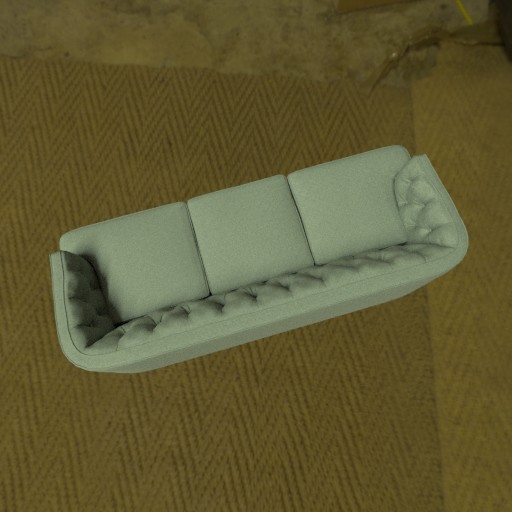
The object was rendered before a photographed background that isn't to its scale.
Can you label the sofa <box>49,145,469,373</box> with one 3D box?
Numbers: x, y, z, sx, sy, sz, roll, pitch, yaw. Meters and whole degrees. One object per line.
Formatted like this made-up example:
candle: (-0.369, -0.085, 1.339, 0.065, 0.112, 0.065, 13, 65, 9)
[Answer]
sofa: (0.000, 0.000, 2.721, 2.278, 0.855, 0.941, -15, 75, -4)
